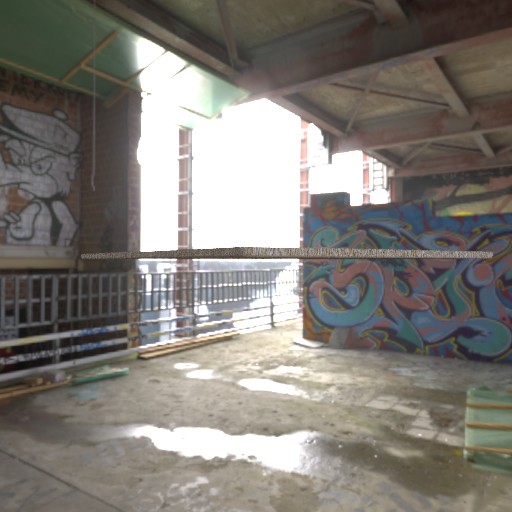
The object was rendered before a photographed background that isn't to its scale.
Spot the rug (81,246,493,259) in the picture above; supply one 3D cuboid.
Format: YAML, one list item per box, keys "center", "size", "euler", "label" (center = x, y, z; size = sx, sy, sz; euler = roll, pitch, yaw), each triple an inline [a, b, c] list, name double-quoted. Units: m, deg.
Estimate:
- center: [0.000, 0.000, 2.073]
  size: [1.200, 0.027, 1.600]
  euler: [0, -1, -35]
  label: "rug"
